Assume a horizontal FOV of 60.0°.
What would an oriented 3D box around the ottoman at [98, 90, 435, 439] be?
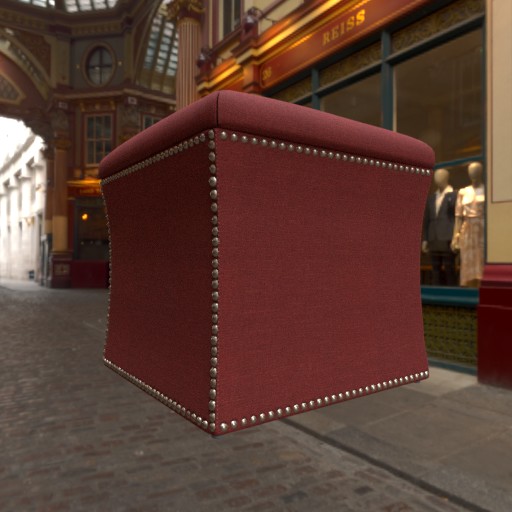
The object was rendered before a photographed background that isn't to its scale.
[{"bbox_3d":[0.000,0.000,0.881,0.497,0.475,0.507,0,0,-36],"label":"ottoman"}]
